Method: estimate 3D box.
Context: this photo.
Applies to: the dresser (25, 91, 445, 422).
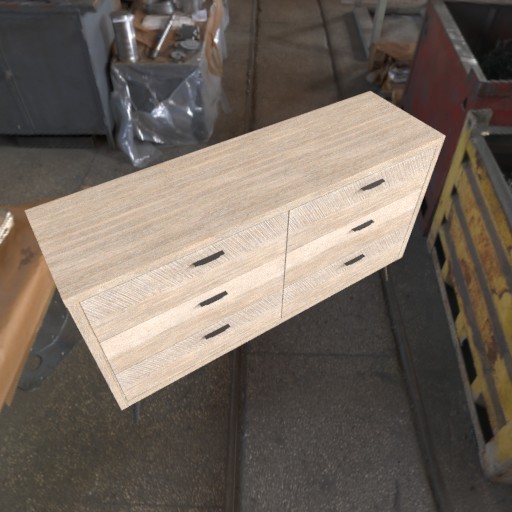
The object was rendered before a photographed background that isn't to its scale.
[{"bbox_3d":[0.000,0.000,1.948,1.524,0.914,0.457,-25,52,-21],"label":"dresser"}]
